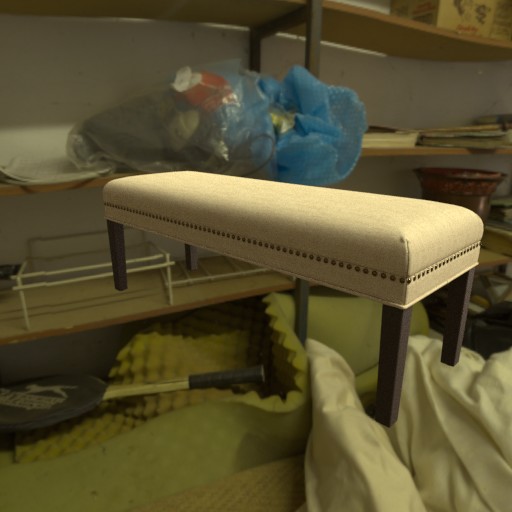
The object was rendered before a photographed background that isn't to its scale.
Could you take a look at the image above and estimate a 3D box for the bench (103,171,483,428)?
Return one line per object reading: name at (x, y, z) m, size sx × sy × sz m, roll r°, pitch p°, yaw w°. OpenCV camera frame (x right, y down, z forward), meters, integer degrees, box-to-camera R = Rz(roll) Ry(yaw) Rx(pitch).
bench at (0.000, 0.000, 1.434) m, size 1.219 × 0.457 × 0.410 m, roll 16°, pitch 23°, yaw 42°
